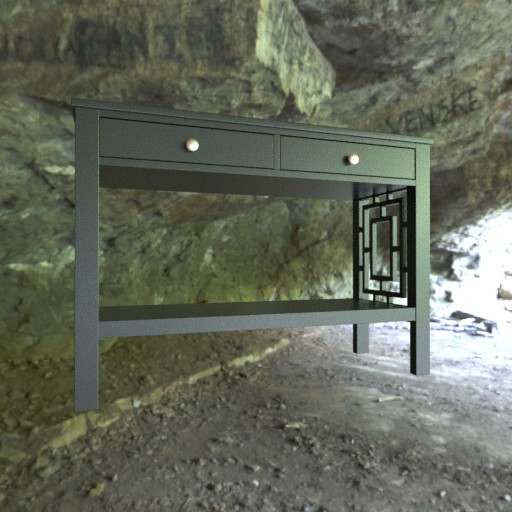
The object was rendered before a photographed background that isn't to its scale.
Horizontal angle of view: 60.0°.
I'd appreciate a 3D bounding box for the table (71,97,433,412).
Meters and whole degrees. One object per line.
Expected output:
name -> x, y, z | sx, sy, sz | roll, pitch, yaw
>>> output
table -> 0.000, 0.000, 1.409 | 1.068, 0.753, 0.397 | 0, 0, -19
